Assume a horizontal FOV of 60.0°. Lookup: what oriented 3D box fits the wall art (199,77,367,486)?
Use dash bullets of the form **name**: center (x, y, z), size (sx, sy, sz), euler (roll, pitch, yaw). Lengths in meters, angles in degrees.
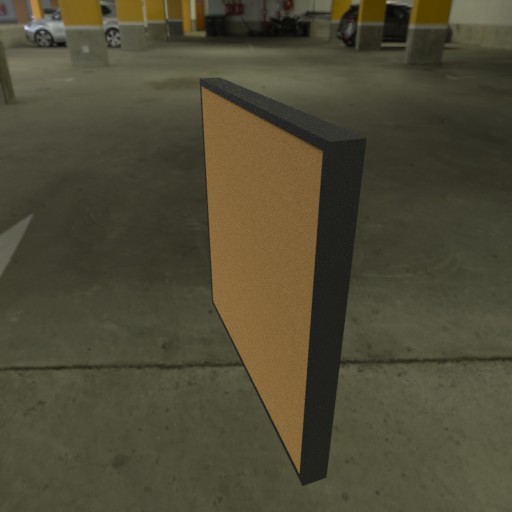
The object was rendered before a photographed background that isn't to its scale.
- **wall art**: center (0.000, 0.000, 0.751), size (0.040, 0.509, 0.509), euler (-10, 30, -18)
